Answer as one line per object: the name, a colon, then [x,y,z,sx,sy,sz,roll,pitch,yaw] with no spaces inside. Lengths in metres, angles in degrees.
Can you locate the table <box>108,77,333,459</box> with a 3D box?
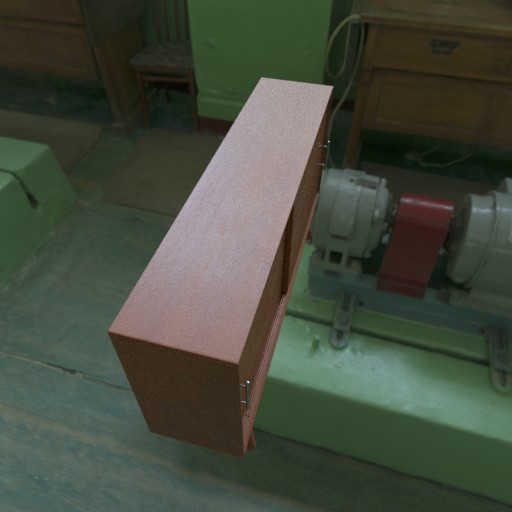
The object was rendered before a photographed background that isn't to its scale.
table: [0.000,0.000,1.539,0.308,0.698,1.220,11,47,11]
